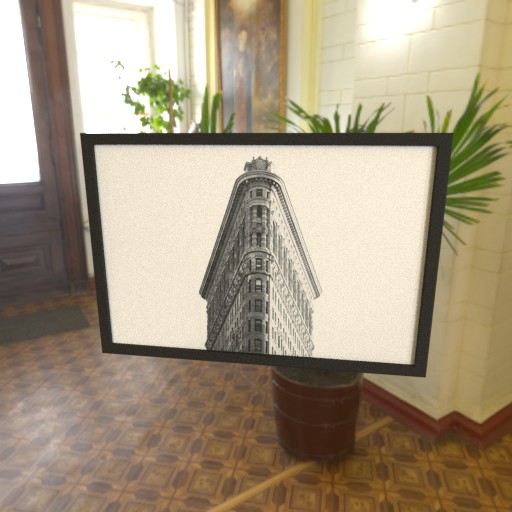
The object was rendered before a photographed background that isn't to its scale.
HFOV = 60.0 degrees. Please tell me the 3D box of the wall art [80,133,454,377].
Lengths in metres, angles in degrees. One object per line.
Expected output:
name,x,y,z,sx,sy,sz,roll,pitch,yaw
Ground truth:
wall art,0.000,0.000,1.232,0.964,0.659,0.049,3,16,10
